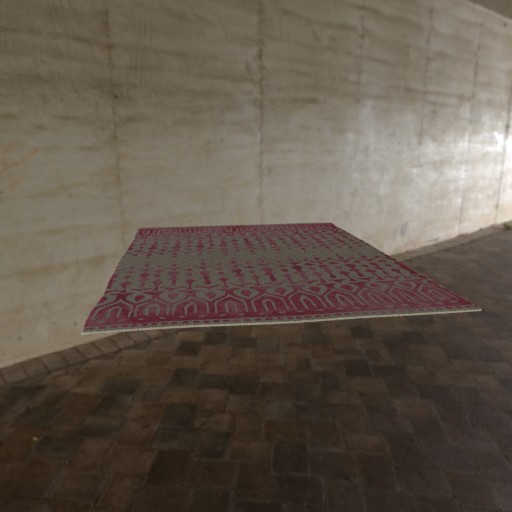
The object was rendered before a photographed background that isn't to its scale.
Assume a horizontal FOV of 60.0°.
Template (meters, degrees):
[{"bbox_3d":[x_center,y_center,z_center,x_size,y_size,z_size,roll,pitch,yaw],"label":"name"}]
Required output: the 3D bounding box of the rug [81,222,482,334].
[{"bbox_3d":[0.000,0.000,4.090,2.441,0.016,3.095,-2,15,-8],"label":"rug"}]
